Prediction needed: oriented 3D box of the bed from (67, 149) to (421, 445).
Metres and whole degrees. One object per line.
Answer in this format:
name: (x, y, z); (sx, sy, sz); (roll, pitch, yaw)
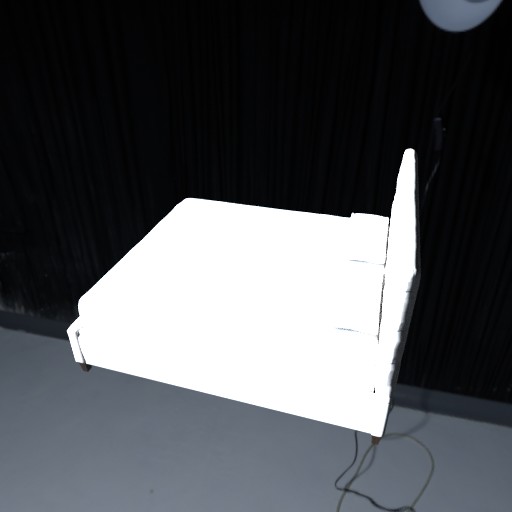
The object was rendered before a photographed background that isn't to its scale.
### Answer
bed: (0.000, 0.000, 3.739); (2.387, 1.427, 2.078); (9, 33, 14)
